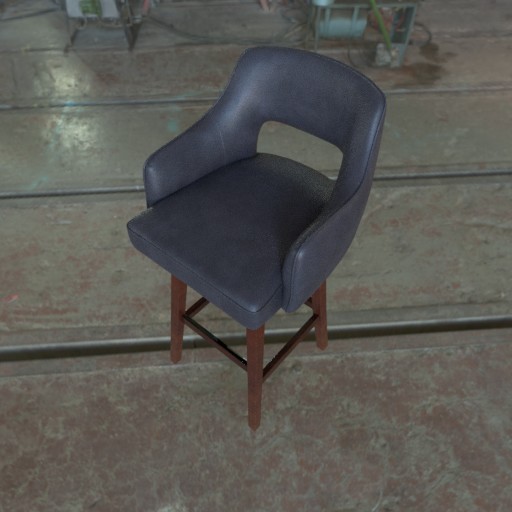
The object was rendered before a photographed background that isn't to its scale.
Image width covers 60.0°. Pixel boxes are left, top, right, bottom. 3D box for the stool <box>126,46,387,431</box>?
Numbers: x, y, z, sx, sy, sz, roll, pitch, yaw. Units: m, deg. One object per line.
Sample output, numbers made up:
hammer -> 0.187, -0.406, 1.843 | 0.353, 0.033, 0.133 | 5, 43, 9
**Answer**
stool -> 0.000, 0.000, 1.356 | 0.550, 1.041, 0.560 | 32, 54, 26
